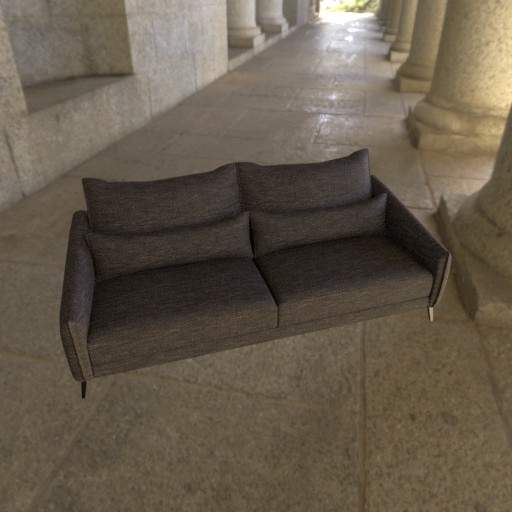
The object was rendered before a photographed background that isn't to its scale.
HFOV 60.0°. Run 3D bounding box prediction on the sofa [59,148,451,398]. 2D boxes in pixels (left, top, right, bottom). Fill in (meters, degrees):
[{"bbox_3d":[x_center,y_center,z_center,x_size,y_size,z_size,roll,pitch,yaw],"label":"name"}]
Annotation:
[{"bbox_3d":[0.000,0.000,2.467,2.019,0.843,0.807,-9,33,-14],"label":"sofa"}]
